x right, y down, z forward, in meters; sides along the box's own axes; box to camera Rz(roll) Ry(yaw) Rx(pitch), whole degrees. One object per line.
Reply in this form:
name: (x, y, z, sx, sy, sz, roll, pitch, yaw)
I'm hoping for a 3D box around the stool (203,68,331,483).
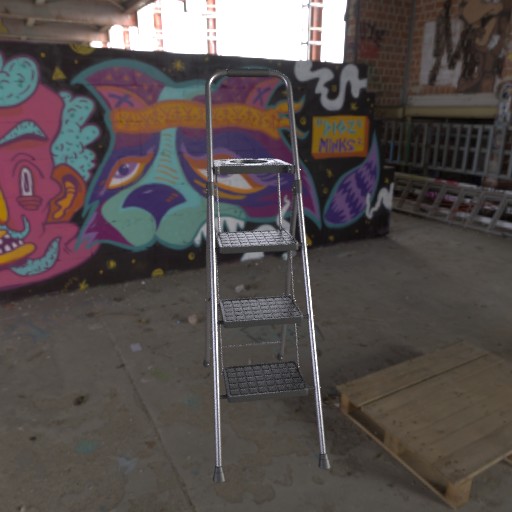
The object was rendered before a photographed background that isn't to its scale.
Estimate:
stool: (0.000, 0.000, 1.595, 0.396, 1.277, 0.733, -3, 18, -9)
